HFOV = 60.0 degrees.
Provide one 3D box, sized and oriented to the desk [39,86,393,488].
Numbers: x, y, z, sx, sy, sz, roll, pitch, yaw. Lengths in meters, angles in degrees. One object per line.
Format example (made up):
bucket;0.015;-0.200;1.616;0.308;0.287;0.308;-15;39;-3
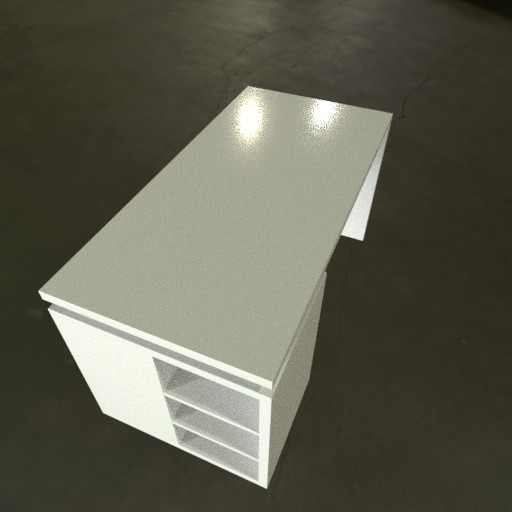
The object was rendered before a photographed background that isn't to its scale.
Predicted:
desk;0.000;0.000;1.829;0.690;0.740;1.400;17;47;16
